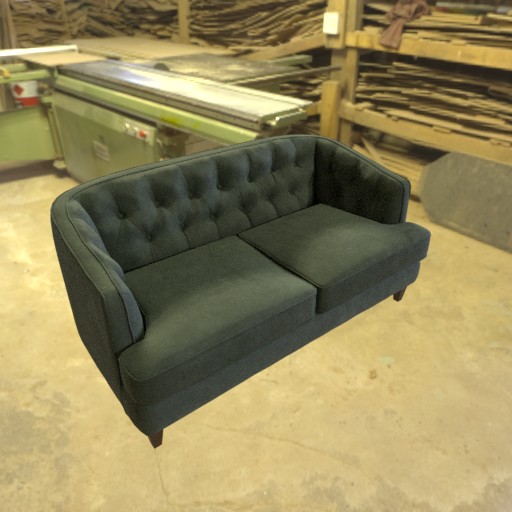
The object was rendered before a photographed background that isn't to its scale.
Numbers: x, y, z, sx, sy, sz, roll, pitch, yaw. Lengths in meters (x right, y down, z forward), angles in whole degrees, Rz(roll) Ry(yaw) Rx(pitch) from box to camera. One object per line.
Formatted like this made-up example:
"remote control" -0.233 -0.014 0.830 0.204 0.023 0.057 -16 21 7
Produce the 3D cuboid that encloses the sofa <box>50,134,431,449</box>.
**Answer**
"sofa" 0.000 0.000 2.231 1.733 0.855 0.941 -22 37 -32
